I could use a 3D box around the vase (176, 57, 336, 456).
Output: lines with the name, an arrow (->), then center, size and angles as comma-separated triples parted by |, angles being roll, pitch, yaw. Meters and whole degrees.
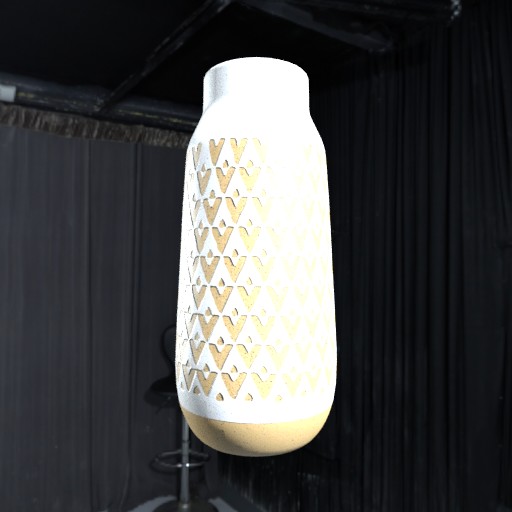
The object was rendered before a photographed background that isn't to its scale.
vase -> 0.000, 0.000, 0.385 | 0.137, 0.307, 0.137 | 0, 0, 0
